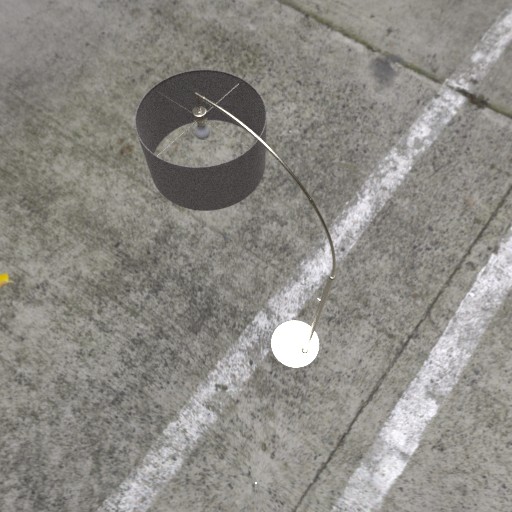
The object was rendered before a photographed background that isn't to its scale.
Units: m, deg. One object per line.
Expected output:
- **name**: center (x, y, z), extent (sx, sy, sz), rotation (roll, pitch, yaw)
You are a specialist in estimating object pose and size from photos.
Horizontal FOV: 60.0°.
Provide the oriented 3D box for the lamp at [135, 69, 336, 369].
- **lamp**: center (0.000, 0.000, 2.146), extent (0.934, 1.735, 0.452), rotation (35, 68, 16)
